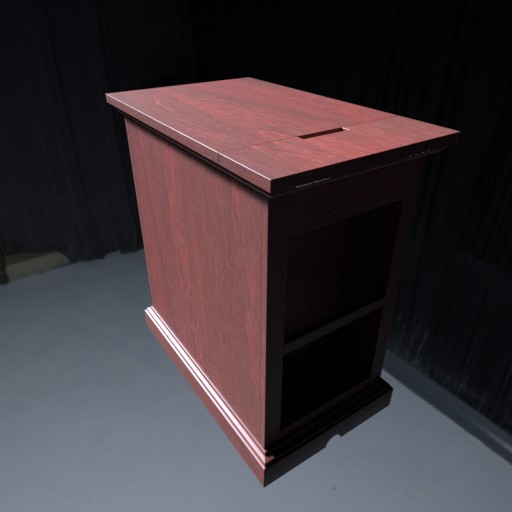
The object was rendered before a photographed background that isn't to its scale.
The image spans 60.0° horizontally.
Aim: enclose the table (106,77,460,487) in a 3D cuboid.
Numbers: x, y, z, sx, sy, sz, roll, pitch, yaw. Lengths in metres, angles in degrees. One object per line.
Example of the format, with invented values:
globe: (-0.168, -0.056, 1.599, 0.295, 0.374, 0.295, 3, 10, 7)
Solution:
table: (0.000, 0.000, 0.953, 0.356, 0.612, 0.584, -19, 36, -29)
